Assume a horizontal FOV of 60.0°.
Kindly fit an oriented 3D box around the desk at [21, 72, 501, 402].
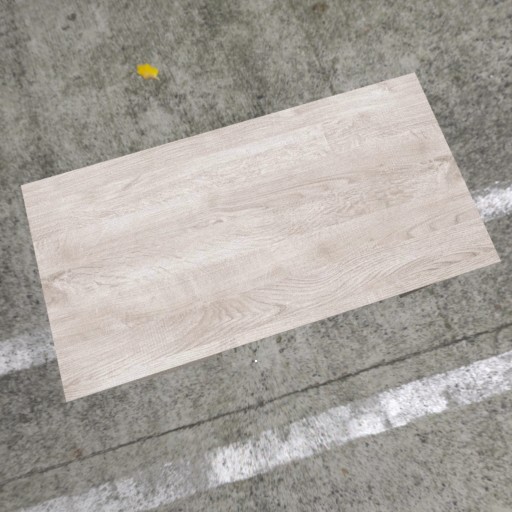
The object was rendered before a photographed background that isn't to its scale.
[{"bbox_3d":[0.000,0.000,1.479,1.097,0.735,0.560,-17,77,-4],"label":"desk"}]
